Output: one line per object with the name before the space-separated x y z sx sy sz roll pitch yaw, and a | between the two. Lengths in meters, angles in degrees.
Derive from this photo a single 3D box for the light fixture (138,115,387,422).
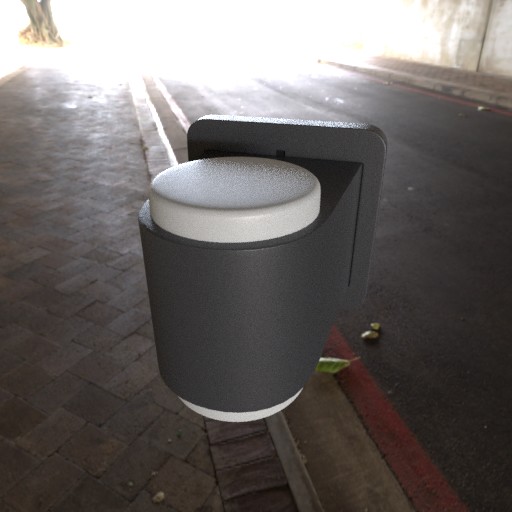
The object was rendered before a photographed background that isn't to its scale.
light fixture | 0.000 0.000 0.217 0.109 0.109 0.132 8 29 15
